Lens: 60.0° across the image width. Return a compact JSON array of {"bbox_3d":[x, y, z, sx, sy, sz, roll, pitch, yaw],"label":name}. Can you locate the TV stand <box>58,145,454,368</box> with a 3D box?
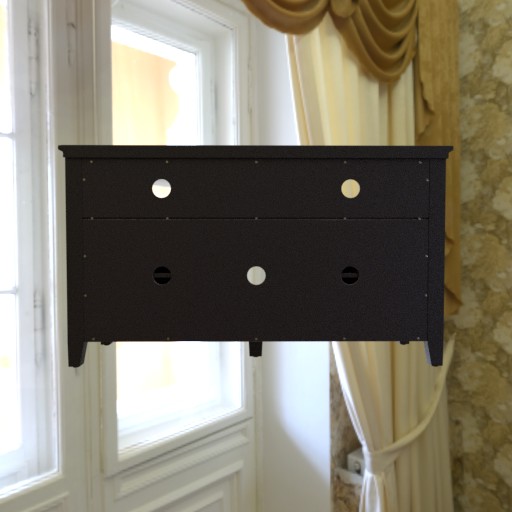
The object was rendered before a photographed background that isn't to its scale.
[{"bbox_3d":[0.000,0.000,1.524,1.198,0.681,0.347,0,2,-1],"label":"TV stand"}]
